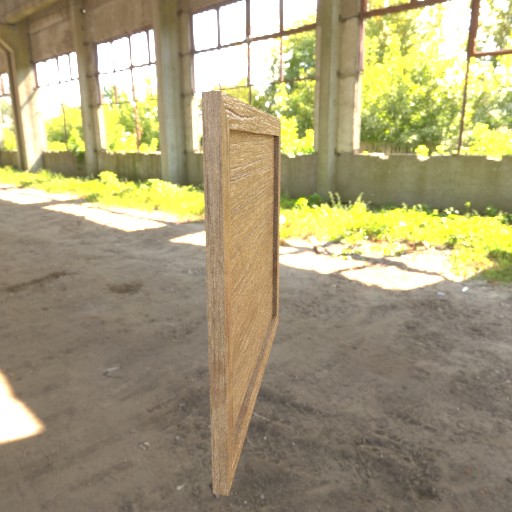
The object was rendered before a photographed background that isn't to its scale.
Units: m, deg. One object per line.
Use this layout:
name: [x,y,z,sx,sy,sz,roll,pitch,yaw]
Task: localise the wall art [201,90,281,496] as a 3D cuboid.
wall art: [0.000,0.000,0.941,0.026,0.588,0.690,2,14,9]
